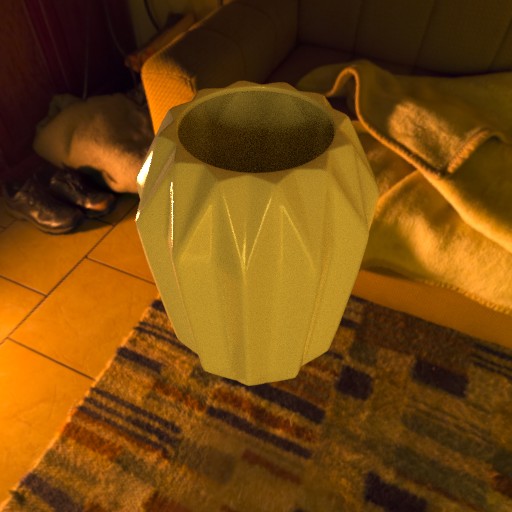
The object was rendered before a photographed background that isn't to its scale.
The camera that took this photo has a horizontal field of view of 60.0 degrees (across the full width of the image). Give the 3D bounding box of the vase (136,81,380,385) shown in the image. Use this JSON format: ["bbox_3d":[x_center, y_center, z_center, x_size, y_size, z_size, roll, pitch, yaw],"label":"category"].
[{"bbox_3d":[0.000,0.000,0.412,0.195,0.275,0.195,0,48,0],"label":"vase"}]
